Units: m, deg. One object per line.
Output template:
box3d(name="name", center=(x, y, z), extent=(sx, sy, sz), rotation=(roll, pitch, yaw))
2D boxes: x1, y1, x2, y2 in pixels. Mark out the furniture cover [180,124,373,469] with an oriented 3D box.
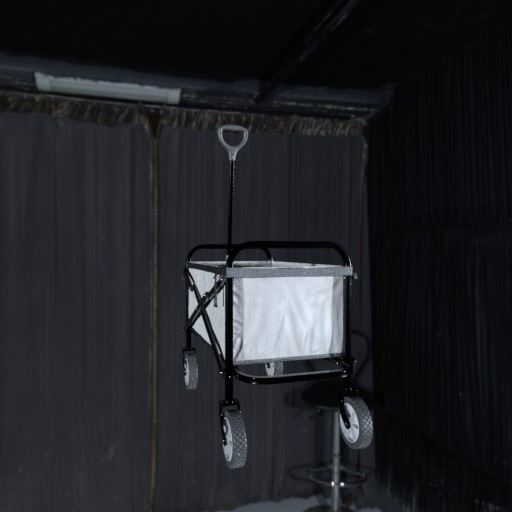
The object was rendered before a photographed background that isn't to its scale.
box3d(name="furniture cover", center=(0.000, 0.000, 1.856), extent=(0.532, 1.295, 1.038), rotation=(0, 1, -18))
